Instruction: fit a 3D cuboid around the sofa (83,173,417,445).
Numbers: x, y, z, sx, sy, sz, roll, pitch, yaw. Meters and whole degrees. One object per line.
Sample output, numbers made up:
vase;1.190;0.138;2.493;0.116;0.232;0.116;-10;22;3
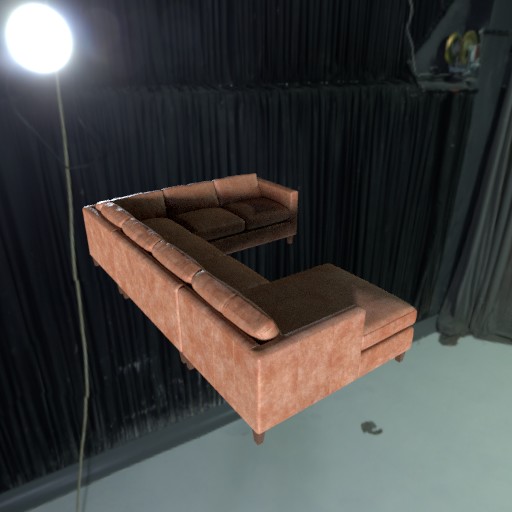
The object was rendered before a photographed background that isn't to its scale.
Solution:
sofa;0.000;0.000;4.553;2.430;0.832;3.401;-17;30;-32
